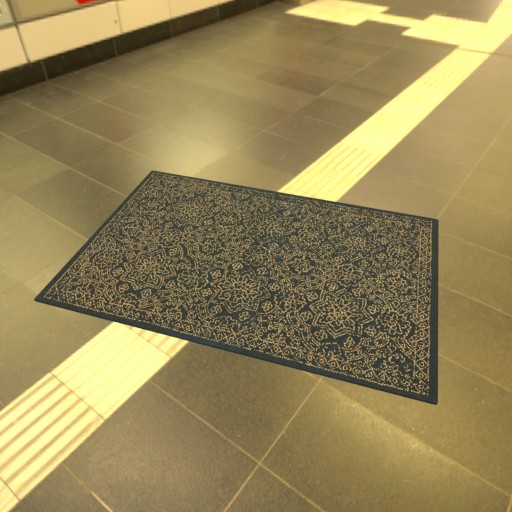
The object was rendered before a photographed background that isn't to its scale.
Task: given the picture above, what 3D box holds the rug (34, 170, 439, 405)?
[{"bbox_3d":[0.000,0.000,2.325,1.829,0.010,1.219,12,43,13],"label":"rug"}]
